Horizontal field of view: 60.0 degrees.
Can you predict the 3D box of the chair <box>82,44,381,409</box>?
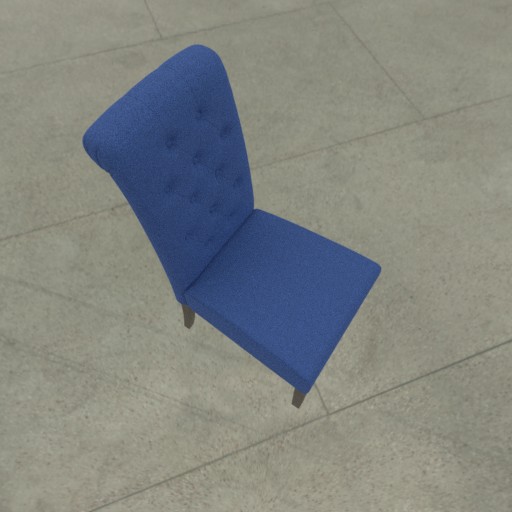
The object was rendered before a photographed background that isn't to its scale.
[{"bbox_3d":[0.000,0.000,1.350,0.671,1.006,0.456,30,64,17],"label":"chair"}]
